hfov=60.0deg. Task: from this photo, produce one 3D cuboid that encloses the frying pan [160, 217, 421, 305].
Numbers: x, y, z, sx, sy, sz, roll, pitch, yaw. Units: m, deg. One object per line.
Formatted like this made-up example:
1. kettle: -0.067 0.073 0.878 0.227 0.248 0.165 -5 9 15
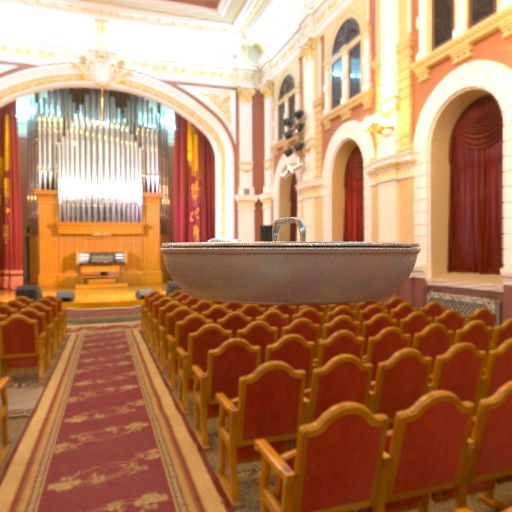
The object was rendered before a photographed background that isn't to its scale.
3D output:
1. frying pan: 0.000 0.000 0.586 0.272 0.086 0.490 0 1 -18
